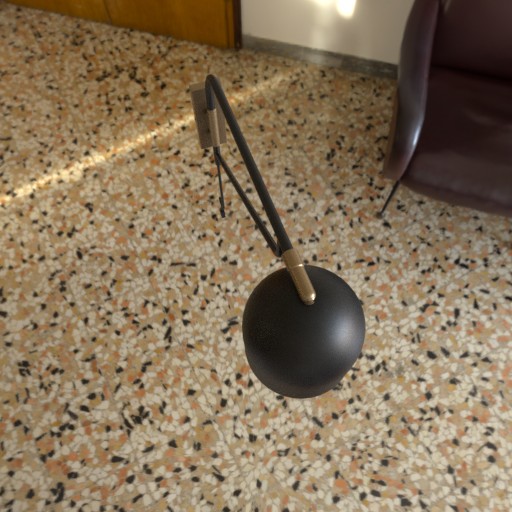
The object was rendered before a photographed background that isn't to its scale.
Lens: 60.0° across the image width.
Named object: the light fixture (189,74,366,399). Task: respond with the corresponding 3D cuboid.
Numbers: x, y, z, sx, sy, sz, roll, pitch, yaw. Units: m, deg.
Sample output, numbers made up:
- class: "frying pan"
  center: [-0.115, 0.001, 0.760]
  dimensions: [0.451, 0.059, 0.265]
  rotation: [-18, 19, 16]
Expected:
- class: "light fixture"
  center: [0.000, 0.000, 1.071]
  dimensions: [0.215, 0.696, 0.720]
  rotation: [-18, 66, -8]
